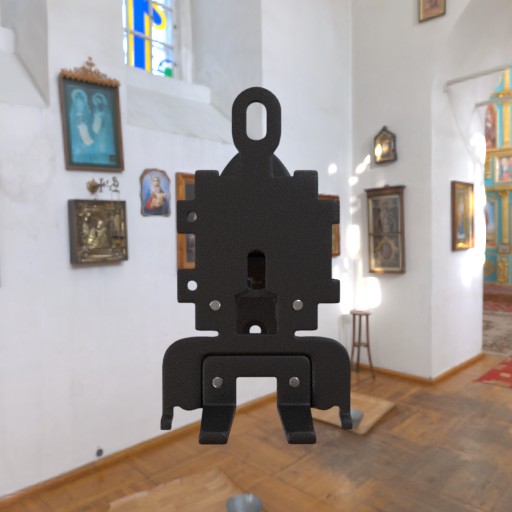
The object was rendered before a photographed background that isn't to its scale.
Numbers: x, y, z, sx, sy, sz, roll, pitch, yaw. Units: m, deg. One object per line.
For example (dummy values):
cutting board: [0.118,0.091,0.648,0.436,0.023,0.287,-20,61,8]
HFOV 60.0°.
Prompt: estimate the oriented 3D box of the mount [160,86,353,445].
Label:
mount: [0.000,0.000,0.177,0.066,0.118,0.100,0,1,0]
